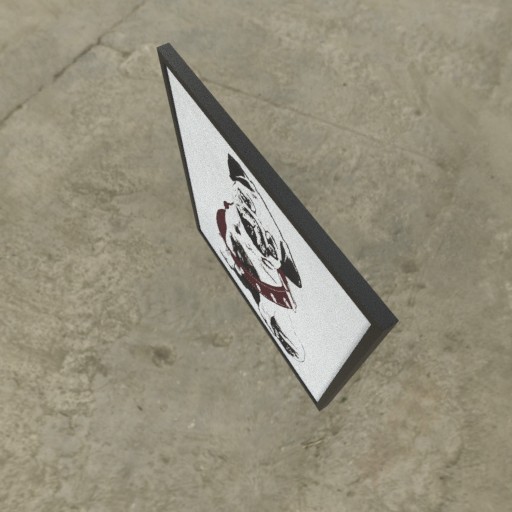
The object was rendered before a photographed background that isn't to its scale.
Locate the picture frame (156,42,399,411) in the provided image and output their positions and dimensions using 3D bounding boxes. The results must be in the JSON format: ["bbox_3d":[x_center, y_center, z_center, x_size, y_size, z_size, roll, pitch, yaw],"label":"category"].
[{"bbox_3d":[0.000,0.000,1.176,0.032,0.775,0.775,-29,66,-15],"label":"picture frame"}]
